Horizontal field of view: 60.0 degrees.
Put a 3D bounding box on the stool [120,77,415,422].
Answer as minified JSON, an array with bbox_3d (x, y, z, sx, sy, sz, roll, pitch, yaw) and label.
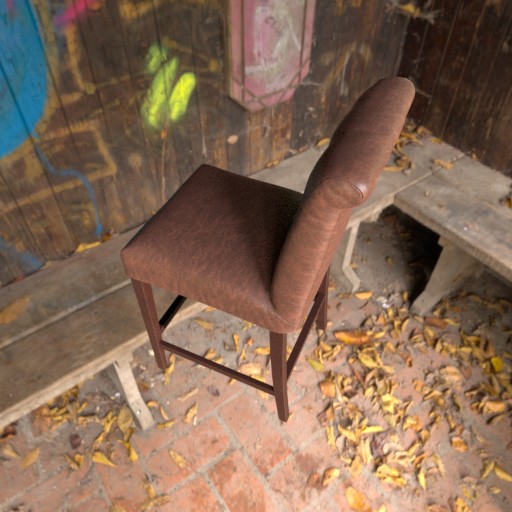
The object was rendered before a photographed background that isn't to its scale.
[{"bbox_3d":[0.000,0.000,1.391,0.660,1.084,0.486,18,49,17],"label":"stool"}]
